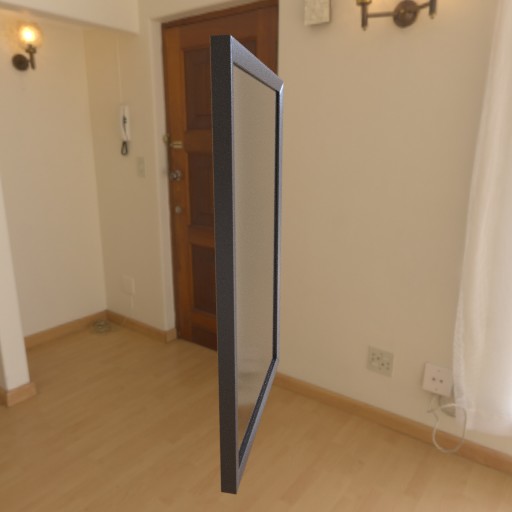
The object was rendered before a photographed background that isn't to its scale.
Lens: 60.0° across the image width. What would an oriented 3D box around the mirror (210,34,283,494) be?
[{"bbox_3d":[0.000,0.000,1.140,0.040,0.915,0.609,3,15,11],"label":"mirror"}]
